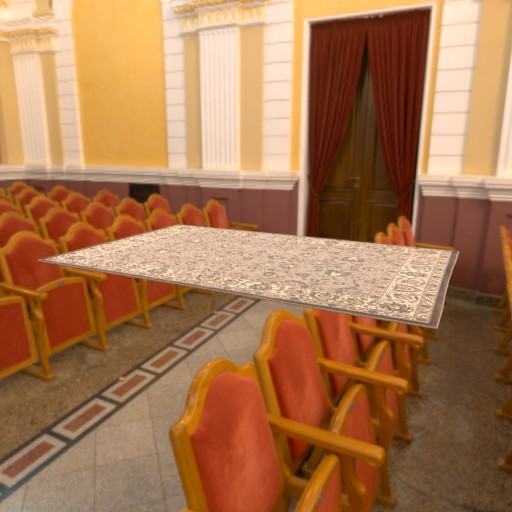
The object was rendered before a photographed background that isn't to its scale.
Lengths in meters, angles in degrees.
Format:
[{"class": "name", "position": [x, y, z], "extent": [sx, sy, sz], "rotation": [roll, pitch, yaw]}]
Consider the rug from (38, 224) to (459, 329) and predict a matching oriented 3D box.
[{"class": "rug", "position": [0.000, 0.000, 3.005], "extent": [2.438, 0.011, 1.524], "rotation": [7, 16, 26]}]
